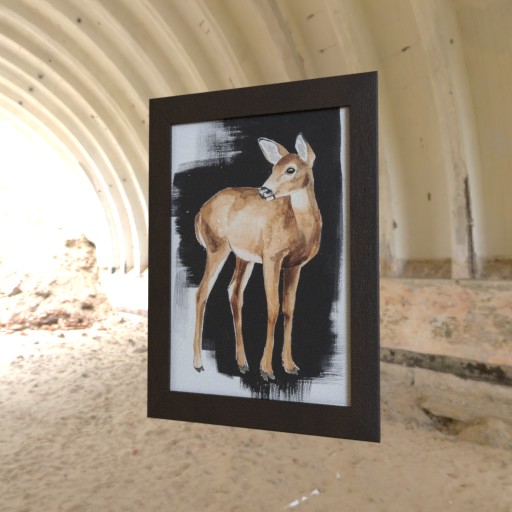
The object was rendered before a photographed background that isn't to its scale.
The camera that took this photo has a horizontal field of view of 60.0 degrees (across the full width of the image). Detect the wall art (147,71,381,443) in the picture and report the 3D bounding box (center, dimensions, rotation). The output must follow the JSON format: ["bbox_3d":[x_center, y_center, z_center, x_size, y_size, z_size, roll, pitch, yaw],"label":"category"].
[{"bbox_3d":[0.000,0.000,0.670,0.359,0.513,0.017,0,-2,17],"label":"wall art"}]
